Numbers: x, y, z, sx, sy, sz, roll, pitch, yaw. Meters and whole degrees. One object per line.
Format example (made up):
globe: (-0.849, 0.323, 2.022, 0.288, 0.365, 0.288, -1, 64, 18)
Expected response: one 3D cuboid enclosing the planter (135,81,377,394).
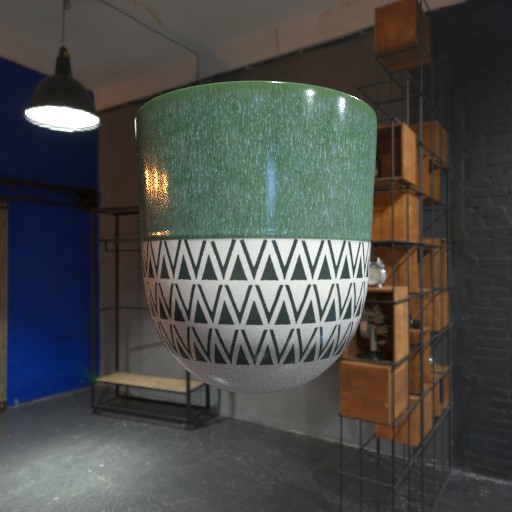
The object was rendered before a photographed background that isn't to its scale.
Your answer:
planter: (0.000, 0.000, 0.368, 0.195, 0.214, 0.195, 0, -1, 0)
